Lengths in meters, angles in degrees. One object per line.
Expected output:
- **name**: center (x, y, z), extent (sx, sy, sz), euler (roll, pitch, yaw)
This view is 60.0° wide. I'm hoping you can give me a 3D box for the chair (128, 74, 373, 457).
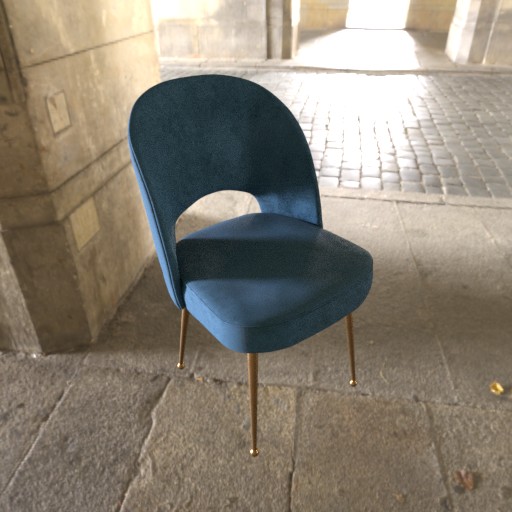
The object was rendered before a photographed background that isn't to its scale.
- **chair**: center (0.000, 0.000, 1.229), extent (0.527, 0.860, 0.577), euler (-22, 39, -31)
